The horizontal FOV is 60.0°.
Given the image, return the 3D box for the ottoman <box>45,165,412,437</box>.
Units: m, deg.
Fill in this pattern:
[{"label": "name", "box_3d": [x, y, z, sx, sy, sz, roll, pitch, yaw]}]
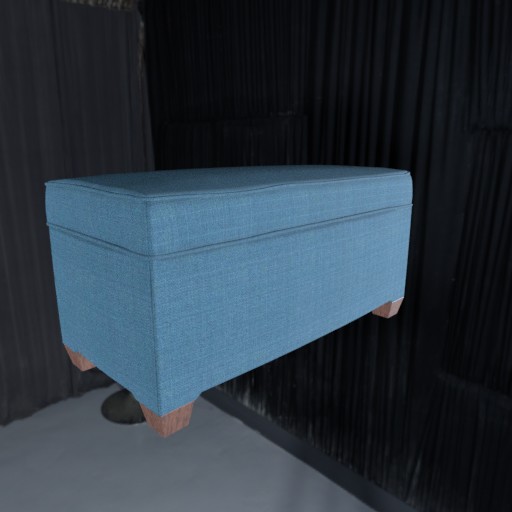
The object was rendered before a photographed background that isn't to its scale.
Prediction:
[{"label": "ottoman", "box_3d": [0.000, 0.000, 1.215, 0.943, 0.474, 0.474, -14, 20, -43]}]
